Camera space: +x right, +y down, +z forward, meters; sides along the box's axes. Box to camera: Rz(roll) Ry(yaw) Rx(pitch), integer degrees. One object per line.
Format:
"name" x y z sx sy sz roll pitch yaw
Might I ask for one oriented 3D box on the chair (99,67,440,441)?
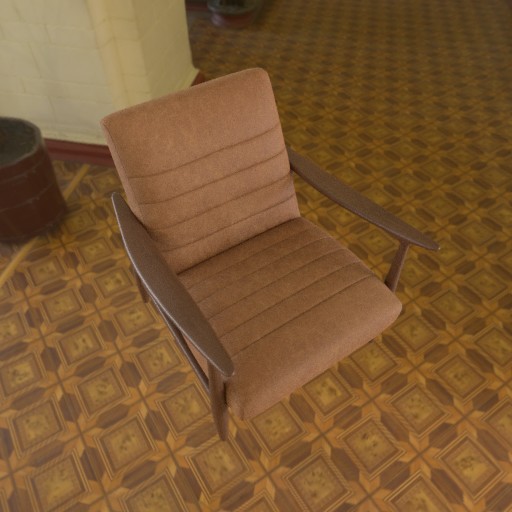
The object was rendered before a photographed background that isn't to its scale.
"chair" 0.000 0.000 1.435 0.741 0.832 0.798 -27 53 -22
